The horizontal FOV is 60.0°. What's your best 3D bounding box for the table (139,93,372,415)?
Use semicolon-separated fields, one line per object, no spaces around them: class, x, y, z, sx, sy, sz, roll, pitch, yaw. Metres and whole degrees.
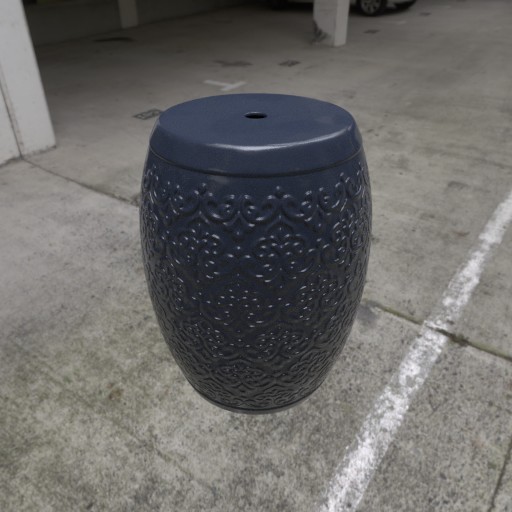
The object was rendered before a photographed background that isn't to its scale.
table;0.000;0.000;0.628;0.309;0.397;0.309;0;32;0
